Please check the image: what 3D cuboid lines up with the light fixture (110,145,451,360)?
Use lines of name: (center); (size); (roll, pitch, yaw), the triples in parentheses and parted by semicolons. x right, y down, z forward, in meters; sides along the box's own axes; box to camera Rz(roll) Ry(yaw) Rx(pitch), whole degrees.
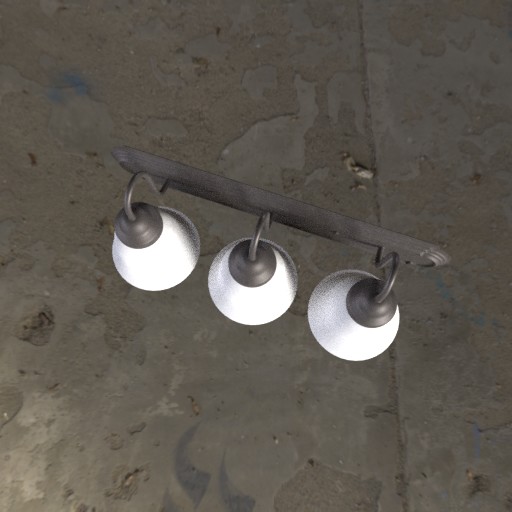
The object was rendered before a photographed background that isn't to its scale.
light fixture: (0.000, 0.000, 0.714); (0.610, 0.222, 0.199); (18, 76, 5)
